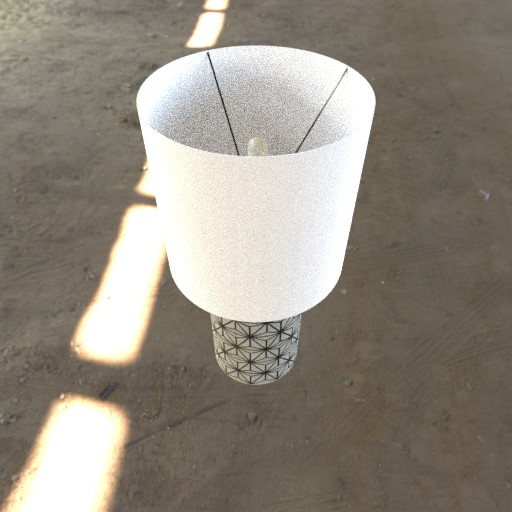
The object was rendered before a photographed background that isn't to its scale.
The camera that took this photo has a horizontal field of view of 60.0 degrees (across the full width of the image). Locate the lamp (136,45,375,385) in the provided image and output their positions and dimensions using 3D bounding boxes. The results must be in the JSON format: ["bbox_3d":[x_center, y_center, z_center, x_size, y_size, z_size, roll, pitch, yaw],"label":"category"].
[{"bbox_3d":[0.000,0.000,0.538,0.206,0.416,0.206,-23,50,-20],"label":"lamp"}]
